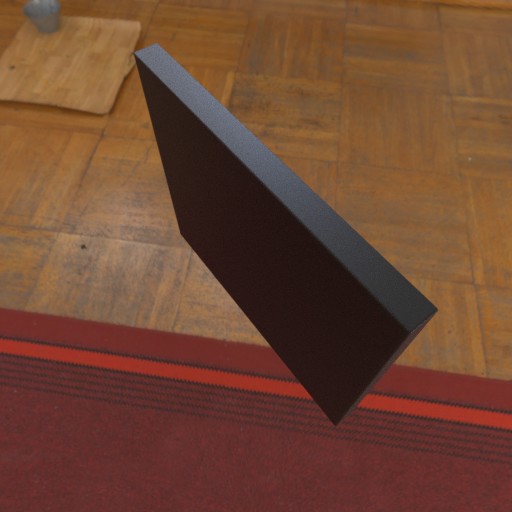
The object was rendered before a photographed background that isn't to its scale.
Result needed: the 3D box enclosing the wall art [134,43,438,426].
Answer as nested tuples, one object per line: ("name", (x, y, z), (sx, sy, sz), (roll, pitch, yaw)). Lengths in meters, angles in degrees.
("wall art", (0.000, 0.000, 0.520), (0.028, 0.330, 0.380), (-33, 64, -18))
